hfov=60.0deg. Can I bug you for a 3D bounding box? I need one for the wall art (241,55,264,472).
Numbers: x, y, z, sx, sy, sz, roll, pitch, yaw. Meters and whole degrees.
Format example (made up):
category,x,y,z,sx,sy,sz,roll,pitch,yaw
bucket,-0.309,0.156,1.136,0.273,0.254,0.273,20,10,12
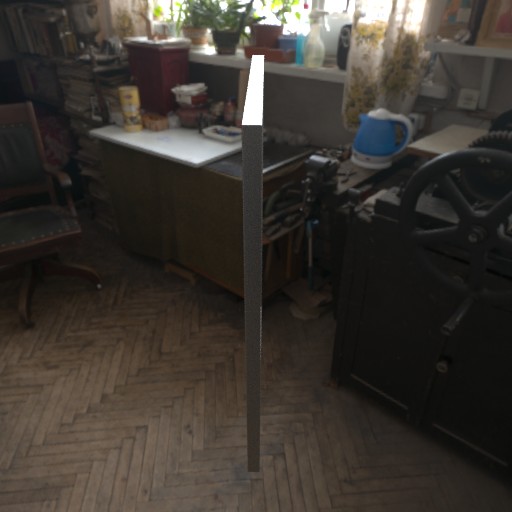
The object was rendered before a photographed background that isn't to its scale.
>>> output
category,x,y,z,sx,sy,sz,roll,pitch,yaw
wall art,0.000,0.000,1.411,0.037,1.062,0.801,1,32,1
